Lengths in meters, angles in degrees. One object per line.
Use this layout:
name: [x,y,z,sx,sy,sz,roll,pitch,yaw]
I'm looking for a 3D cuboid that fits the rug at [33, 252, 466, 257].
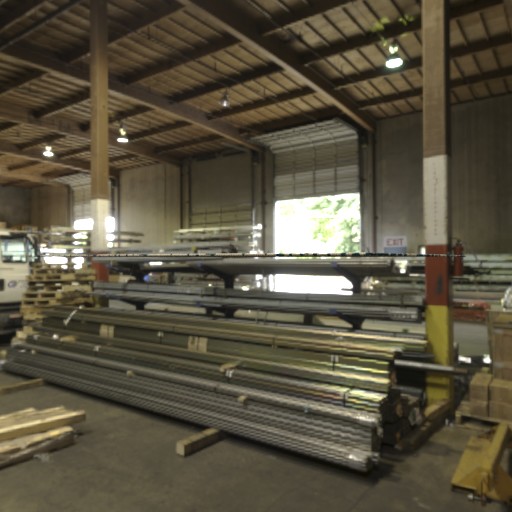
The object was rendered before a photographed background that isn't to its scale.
rug: [0.000,0.000,3.950,3.017,0.014,2.416,0,0,35]
